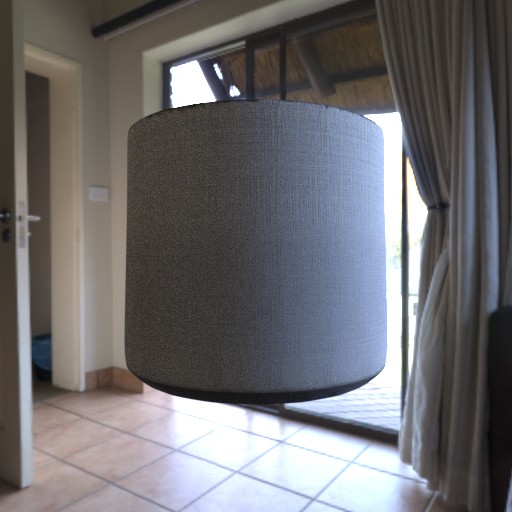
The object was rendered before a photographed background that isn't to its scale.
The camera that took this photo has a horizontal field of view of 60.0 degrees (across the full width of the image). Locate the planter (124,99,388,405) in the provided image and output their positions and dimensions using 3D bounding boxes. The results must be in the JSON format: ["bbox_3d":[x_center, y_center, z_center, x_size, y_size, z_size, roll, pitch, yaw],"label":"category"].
[{"bbox_3d":[0.000,0.000,0.388,0.221,0.201,0.221,0,0,0],"label":"planter"}]
